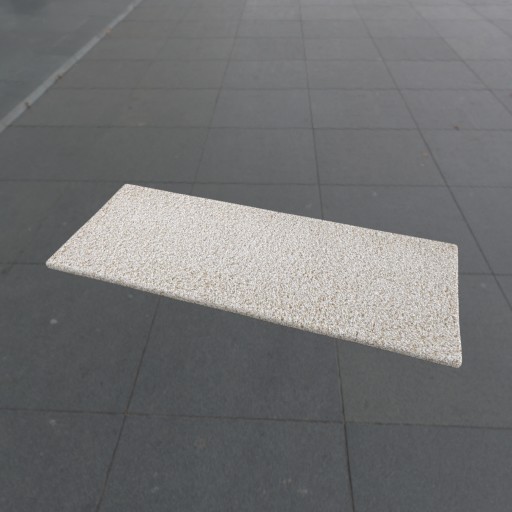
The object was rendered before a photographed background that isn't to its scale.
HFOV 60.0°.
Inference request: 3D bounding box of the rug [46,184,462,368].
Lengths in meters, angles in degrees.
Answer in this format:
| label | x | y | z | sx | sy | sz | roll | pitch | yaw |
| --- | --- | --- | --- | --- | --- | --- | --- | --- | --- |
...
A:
| label | x | y | z | sx | sy | sz | roll | pitch | yaw |
| --- | --- | --- | --- | --- | --- | --- | --- | --- | --- |
| rug | 0.000 | 0.000 | 1.758 | 1.524 | 0.030 | 0.609 | 12 | 42 | 13 |
